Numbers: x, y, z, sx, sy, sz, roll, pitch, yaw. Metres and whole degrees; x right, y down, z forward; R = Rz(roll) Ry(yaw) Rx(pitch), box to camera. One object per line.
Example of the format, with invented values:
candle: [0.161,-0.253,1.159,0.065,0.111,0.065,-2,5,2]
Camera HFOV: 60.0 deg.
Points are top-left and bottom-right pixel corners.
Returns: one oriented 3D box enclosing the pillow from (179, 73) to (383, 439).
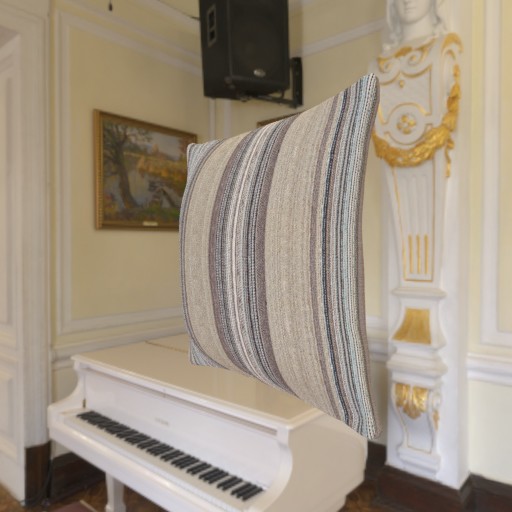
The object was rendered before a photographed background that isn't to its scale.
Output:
pillow: [0.000,0.000,0.665,0.189,0.416,0.435,-1,1,-37]
